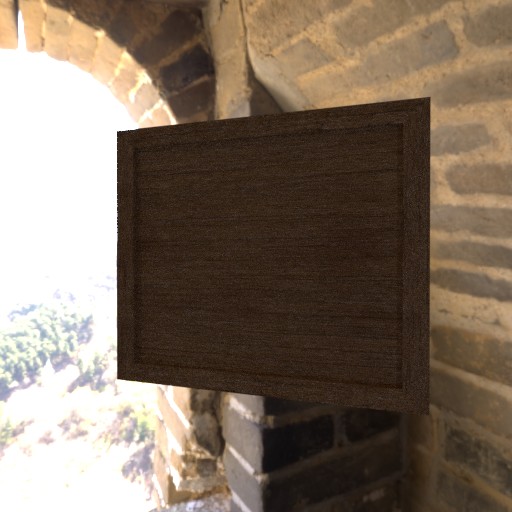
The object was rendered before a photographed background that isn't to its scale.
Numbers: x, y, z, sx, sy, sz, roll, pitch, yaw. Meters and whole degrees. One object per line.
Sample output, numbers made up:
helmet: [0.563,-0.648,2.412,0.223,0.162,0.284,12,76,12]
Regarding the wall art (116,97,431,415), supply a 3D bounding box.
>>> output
wall art: [0.000,0.000,0.945,0.690,0.588,0.026,0,1,19]
